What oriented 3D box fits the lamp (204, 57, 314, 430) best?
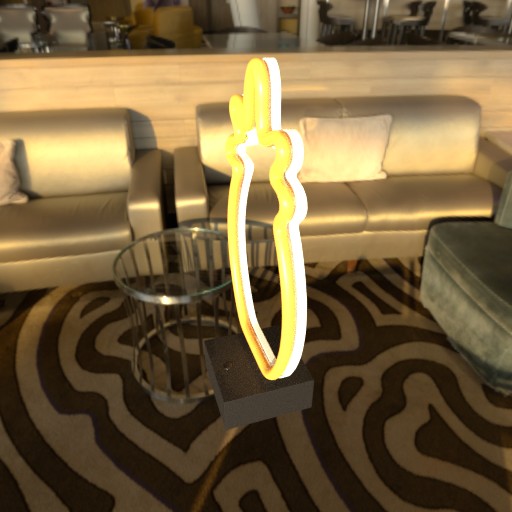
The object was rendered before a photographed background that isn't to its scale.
[{"bbox_3d":[0.000,0.000,0.385,0.088,0.317,0.167,-9,32,-15],"label":"lamp"}]
